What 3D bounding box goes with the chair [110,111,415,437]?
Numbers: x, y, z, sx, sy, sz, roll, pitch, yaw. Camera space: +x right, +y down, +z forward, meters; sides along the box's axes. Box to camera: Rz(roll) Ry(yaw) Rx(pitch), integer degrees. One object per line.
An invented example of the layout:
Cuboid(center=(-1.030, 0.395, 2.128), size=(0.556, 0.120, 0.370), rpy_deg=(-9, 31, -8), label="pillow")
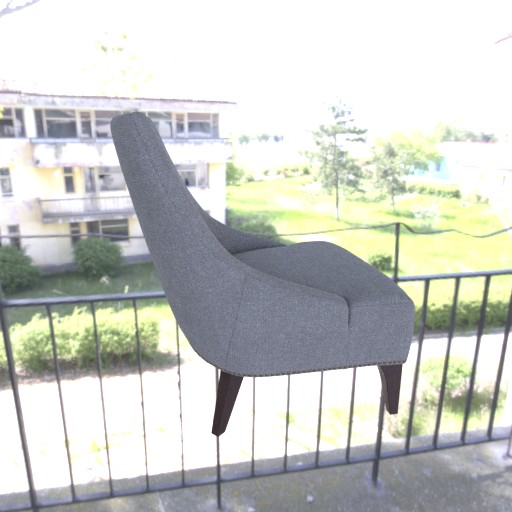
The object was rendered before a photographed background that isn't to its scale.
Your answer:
Cuboid(center=(0.000, 0.000, 1.499), size=(0.861, 0.909, 0.701), rpy_deg=(-3, 16, -11), label="chair")
